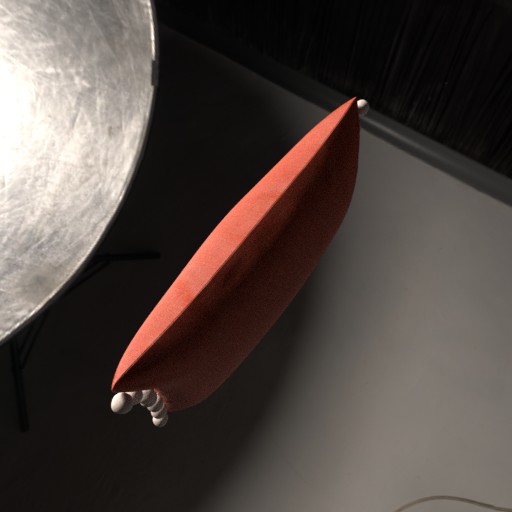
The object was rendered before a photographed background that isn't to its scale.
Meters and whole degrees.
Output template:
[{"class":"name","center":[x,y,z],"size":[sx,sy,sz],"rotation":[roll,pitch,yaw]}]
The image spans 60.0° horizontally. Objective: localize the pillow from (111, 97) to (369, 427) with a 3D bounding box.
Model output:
[{"class":"pillow","center":[0.000,0.000,0.845],"size":[0.201,0.322,0.709],"rotation":[32,68,15]}]
